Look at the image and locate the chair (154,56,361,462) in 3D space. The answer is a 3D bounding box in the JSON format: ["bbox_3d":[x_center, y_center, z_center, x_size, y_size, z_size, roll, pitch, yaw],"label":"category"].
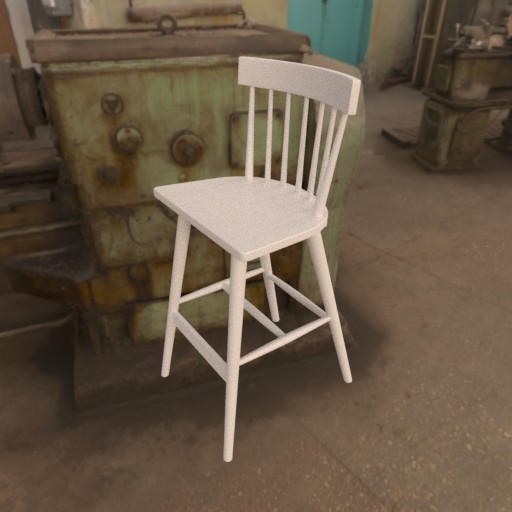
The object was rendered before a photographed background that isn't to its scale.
[{"bbox_3d":[0.000,0.000,1.400,0.572,1.092,0.483,-21,38,-30],"label":"chair"}]
